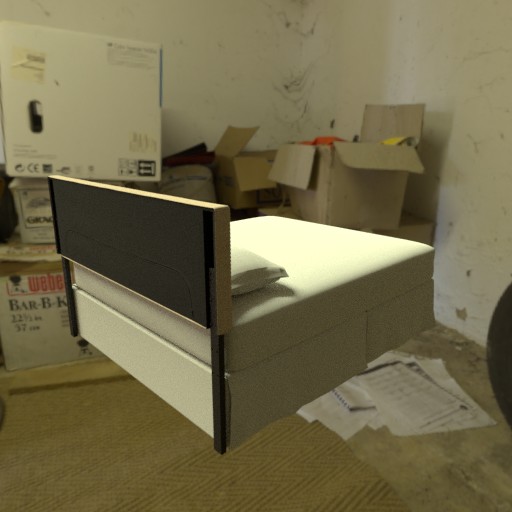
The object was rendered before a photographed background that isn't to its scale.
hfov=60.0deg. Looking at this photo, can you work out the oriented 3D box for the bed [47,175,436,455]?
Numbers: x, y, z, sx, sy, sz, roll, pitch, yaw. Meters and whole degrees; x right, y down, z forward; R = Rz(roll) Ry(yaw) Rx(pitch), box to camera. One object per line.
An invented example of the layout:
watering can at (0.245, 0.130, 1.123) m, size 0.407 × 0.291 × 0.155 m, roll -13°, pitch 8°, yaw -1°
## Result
bed at (0.000, 0.000, 2.802) m, size 1.876 × 1.016 × 1.616 m, roll -14°, pitch 21°, yaw -42°
